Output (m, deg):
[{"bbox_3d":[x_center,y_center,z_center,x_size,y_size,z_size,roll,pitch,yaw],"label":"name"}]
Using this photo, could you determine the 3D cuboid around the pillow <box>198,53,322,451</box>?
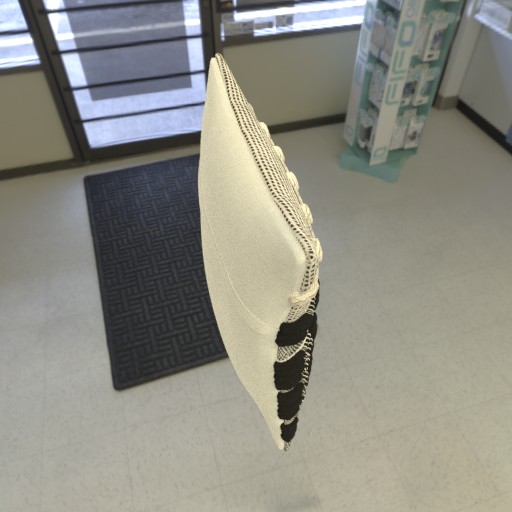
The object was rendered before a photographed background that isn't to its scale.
[{"bbox_3d":[0.000,0.000,0.670,0.156,0.438,0.436,-10,47,-10],"label":"pillow"}]
